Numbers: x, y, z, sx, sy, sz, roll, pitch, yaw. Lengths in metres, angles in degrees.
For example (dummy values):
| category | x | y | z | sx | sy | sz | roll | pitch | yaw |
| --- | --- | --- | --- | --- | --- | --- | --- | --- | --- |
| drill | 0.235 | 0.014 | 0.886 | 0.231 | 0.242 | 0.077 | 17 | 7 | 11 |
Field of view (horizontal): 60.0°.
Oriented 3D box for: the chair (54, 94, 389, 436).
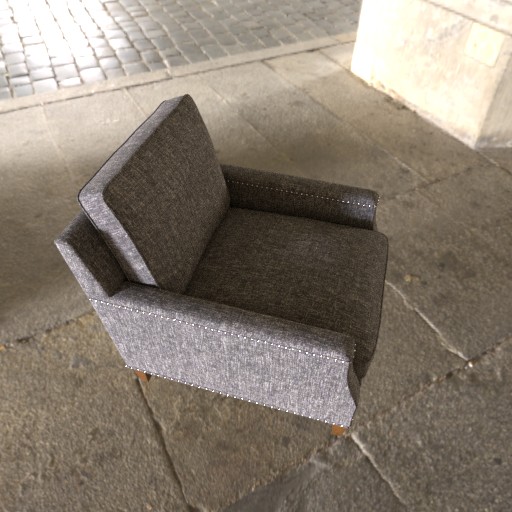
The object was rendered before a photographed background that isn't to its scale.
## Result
| category | x | y | z | sx | sy | sz | roll | pitch | yaw |
| --- | --- | --- | --- | --- | --- | --- | --- | --- | --- |
| chair | 0.000 | 0.000 | 1.729 | 1.014 | 0.943 | 0.853 | 12 | 47 | 11 |
